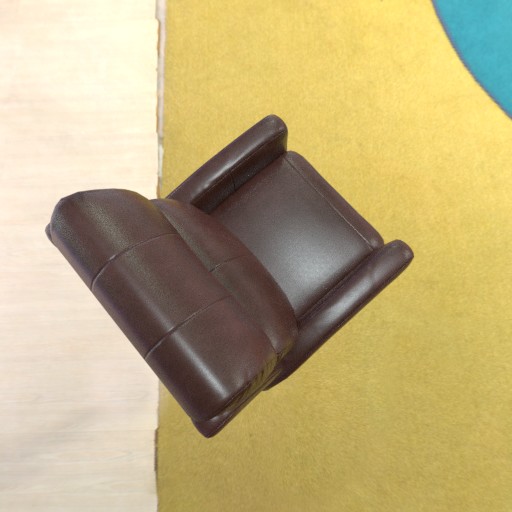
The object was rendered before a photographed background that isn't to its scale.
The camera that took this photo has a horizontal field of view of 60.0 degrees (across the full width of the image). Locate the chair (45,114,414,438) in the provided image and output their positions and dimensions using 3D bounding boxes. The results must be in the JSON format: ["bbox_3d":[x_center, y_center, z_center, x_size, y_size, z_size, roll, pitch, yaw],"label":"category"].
[{"bbox_3d":[0.000,0.000,1.607,0.939,1.016,0.787,-40,78,-10],"label":"chair"}]
